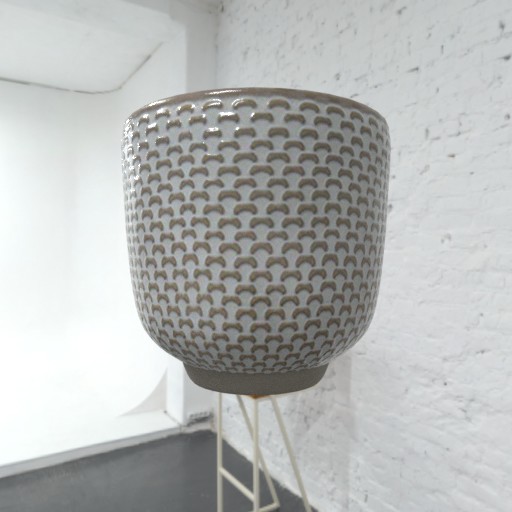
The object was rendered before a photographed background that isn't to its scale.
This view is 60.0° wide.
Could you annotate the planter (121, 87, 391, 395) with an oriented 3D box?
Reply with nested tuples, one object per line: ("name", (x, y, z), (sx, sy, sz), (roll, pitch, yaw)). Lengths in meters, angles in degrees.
("planter", (0.000, 0.000, 0.238), (0.139, 0.130, 0.139), (0, -1, 0))
